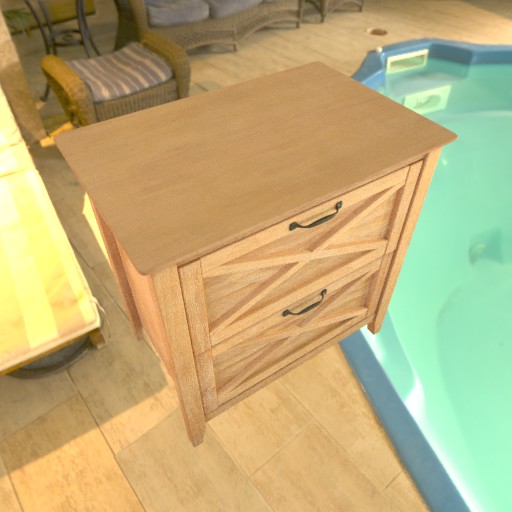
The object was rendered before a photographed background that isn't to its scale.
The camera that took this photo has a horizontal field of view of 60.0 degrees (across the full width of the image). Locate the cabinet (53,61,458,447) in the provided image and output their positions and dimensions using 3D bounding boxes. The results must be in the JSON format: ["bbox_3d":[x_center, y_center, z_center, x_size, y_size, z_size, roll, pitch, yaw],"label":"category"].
[{"bbox_3d":[0.000,0.000,1.258,0.763,0.762,0.503,-25,50,-23],"label":"cabinet"}]
